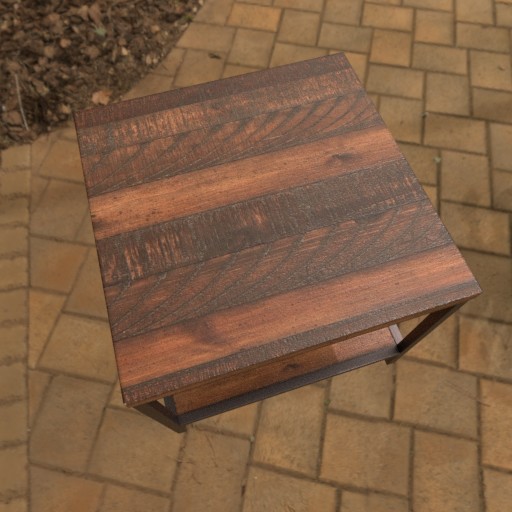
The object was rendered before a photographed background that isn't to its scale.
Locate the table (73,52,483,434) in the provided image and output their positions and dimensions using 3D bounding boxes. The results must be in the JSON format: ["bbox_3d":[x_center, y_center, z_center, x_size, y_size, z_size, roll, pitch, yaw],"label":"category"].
[{"bbox_3d":[0.000,0.000,0.966,0.548,0.482,0.553,-16,65,-8],"label":"table"}]
